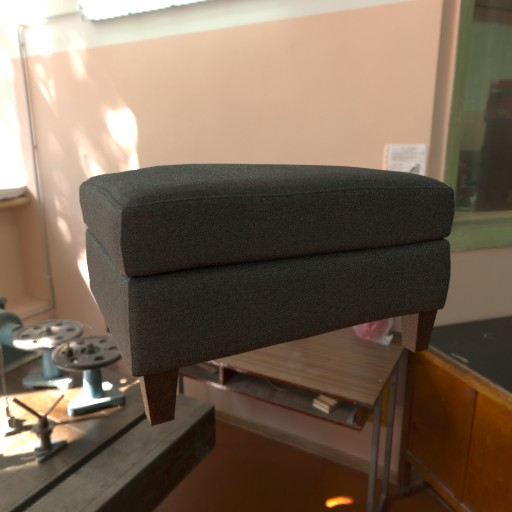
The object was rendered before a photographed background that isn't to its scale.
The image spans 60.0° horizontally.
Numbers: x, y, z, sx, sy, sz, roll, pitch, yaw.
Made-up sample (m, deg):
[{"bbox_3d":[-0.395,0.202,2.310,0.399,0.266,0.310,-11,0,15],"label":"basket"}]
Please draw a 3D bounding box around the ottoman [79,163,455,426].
[{"bbox_3d":[0.000,0.000,1.203,0.826,0.496,0.639,-7,15,-26],"label":"ottoman"}]
